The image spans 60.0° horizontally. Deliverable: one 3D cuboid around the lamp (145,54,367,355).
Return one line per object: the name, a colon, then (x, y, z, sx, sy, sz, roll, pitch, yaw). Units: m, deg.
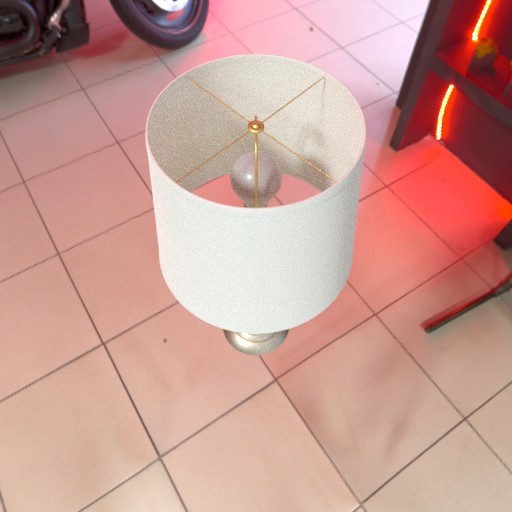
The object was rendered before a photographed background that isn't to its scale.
lamp: (0.000, 0.000, 0.792, 0.328, 0.619, 0.328, 0, 59, 0)
